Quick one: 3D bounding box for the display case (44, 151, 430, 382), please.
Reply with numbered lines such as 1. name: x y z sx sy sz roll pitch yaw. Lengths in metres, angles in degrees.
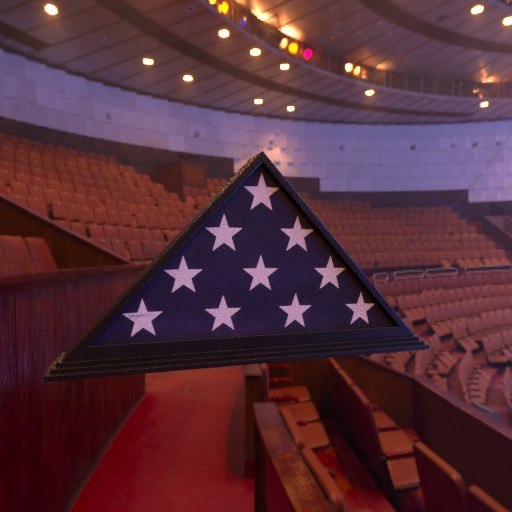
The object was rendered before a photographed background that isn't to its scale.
1. display case: 0.000 0.000 0.748 0.640 0.340 0.095 0 0 -19
